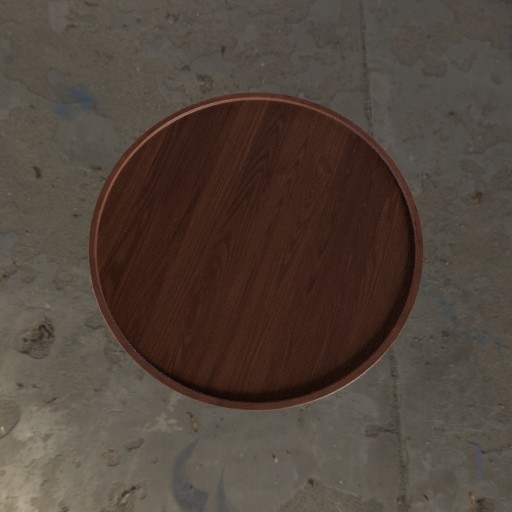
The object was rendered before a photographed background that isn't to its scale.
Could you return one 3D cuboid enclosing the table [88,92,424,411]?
[{"bbox_3d":[0.000,0.000,1.234,0.800,0.360,0.800,0,73,0],"label":"table"}]
